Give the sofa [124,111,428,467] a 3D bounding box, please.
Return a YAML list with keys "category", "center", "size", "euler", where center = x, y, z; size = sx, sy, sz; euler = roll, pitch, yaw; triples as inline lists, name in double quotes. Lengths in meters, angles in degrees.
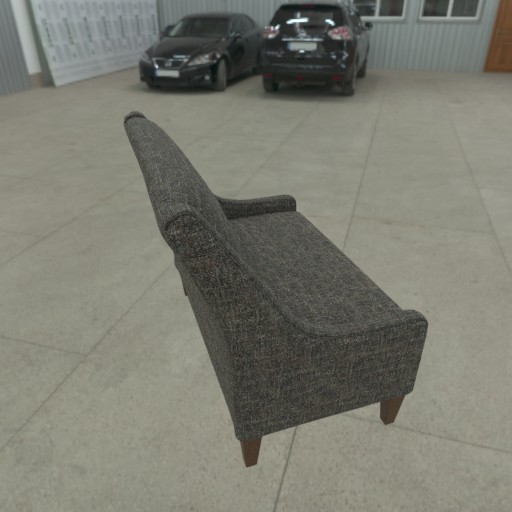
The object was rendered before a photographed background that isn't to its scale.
- category: "sofa"
  center: [0.000, 0.000, 1.872]
  size: [0.870, 1.021, 1.242]
  euler: [-10, 31, -16]
